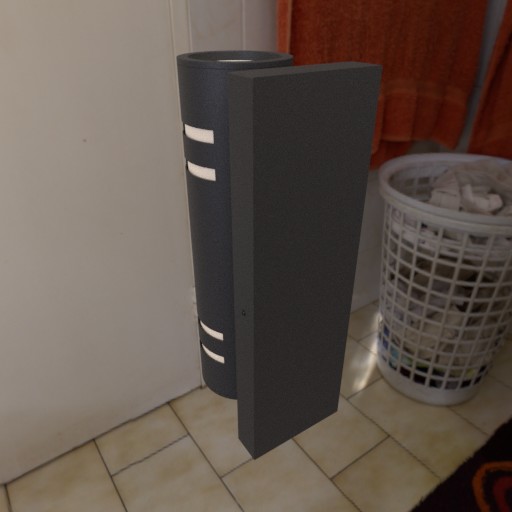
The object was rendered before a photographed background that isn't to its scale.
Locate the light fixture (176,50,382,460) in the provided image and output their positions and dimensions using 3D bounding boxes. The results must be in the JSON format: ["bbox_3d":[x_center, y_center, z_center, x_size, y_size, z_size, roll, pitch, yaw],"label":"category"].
[{"bbox_3d":[0.000,0.000,0.405,0.105,0.330,0.149,-18,34,-29],"label":"light fixture"}]
